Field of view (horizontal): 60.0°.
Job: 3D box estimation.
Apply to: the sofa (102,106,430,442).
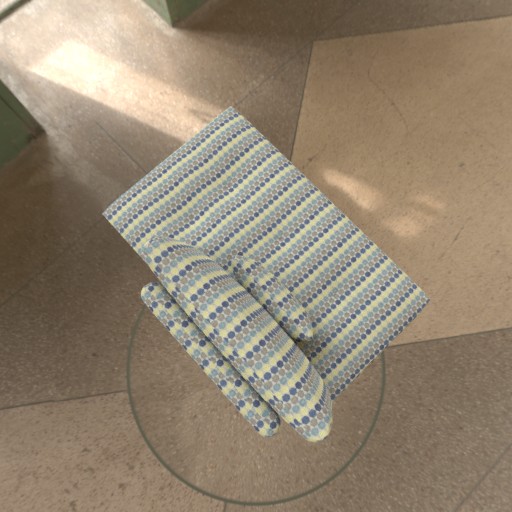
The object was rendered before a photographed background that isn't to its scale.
[{"bbox_3d":[0.000,0.000,2.059,1.000,0.820,1.450,-42,80,-9],"label":"sofa"}]
